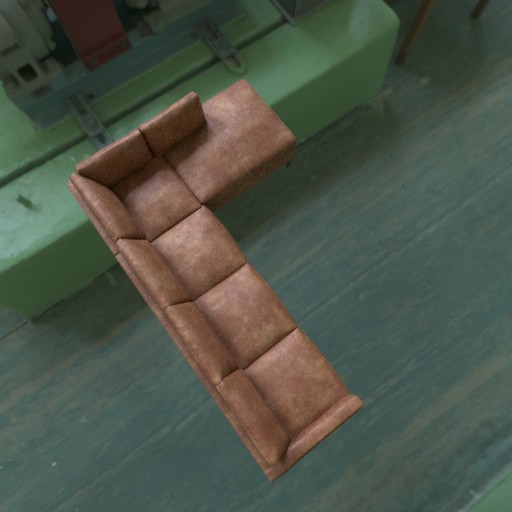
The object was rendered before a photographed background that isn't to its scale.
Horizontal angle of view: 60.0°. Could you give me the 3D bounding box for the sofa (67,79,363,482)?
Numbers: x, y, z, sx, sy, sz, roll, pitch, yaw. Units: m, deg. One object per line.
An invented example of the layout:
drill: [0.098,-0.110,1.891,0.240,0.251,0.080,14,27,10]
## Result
sofa: [0.000,0.000,3.875,1.938,0.877,2.984,-36,78,-9]
